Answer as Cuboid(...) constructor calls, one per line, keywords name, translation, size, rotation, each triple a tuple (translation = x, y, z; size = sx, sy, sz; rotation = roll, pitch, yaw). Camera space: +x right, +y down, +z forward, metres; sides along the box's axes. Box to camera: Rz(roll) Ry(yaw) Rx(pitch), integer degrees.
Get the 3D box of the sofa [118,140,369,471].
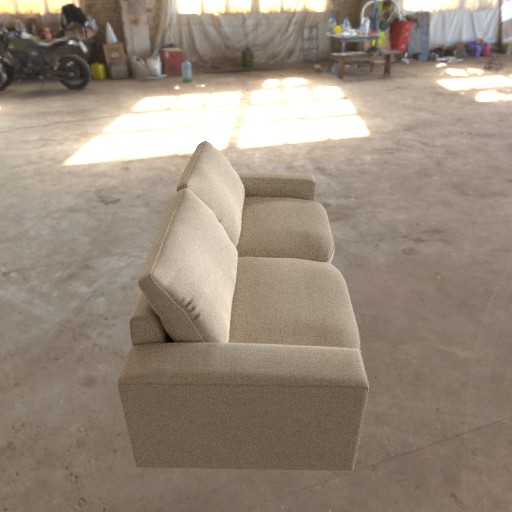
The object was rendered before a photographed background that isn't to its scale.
Cuboid(name="sofa", translation=(0.000, 0.000, 2.738), size=(1.040, 0.922, 2.299), rotation=(1, 31, 1))
